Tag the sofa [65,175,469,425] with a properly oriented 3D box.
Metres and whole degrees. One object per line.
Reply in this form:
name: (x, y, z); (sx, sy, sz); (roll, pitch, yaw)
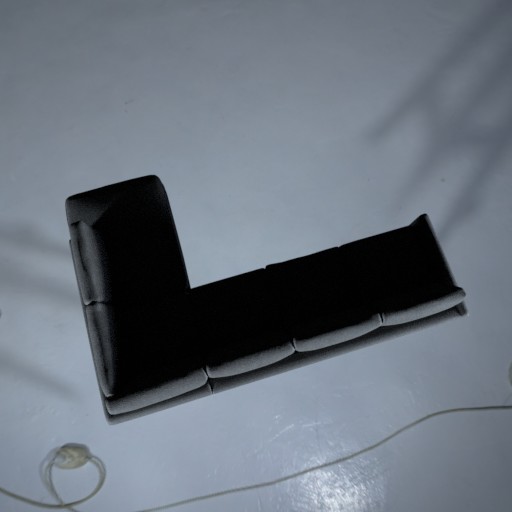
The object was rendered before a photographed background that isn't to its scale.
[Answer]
sofa: (0.000, 0.000, 3.809); (2.972, 0.858, 1.984); (-16, 76, -4)
